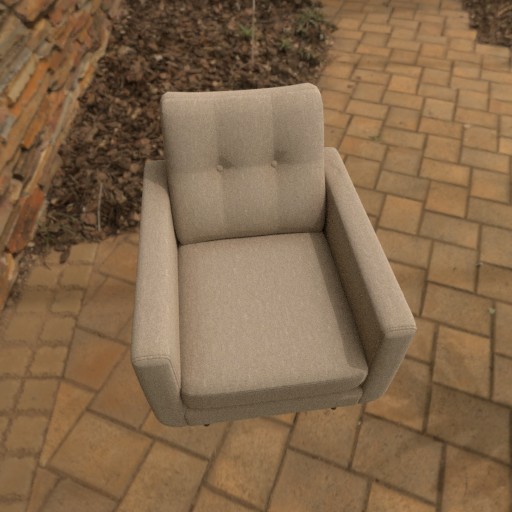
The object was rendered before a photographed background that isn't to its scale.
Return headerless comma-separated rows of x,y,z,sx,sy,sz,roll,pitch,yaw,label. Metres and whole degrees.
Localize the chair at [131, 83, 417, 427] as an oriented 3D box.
0.000,0.000,1.818,0.897,0.965,1.128,-6,48,-5,chair
